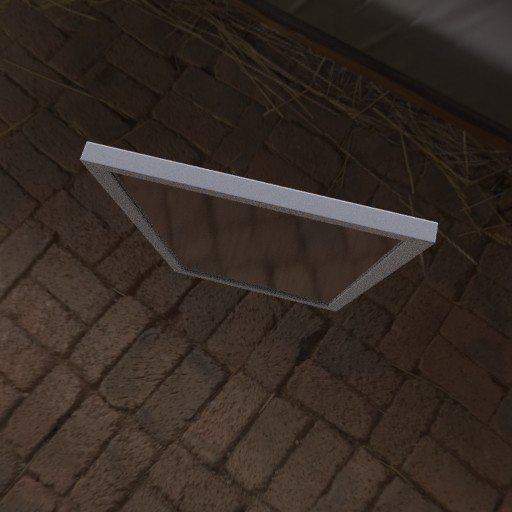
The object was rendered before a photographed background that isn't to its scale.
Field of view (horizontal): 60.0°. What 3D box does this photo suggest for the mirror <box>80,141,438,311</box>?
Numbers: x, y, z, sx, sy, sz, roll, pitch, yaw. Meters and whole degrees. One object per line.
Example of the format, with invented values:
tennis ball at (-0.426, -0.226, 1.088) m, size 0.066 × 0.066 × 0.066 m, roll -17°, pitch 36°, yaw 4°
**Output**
mirror at (0.000, 0.000, 1.186) m, size 0.609 × 0.914 × 0.041 m, roll 14°, pitch 76°, yaw 3°
